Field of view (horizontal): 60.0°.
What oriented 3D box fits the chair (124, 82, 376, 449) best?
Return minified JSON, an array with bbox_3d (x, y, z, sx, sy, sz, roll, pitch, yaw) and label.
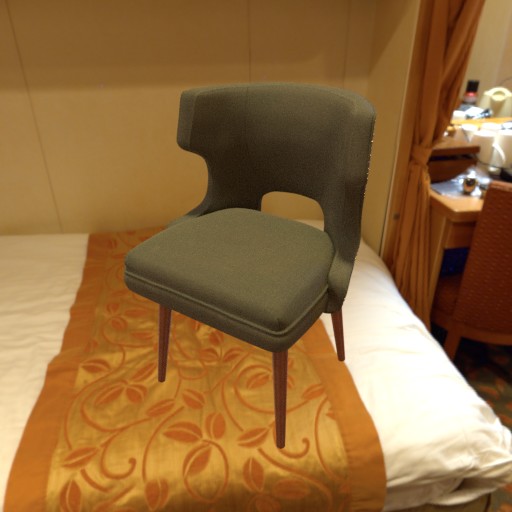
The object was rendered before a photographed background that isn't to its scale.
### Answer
[{"bbox_3d":[0.000,0.000,1.263,0.595,0.863,0.581,18,34,29],"label":"chair"}]
